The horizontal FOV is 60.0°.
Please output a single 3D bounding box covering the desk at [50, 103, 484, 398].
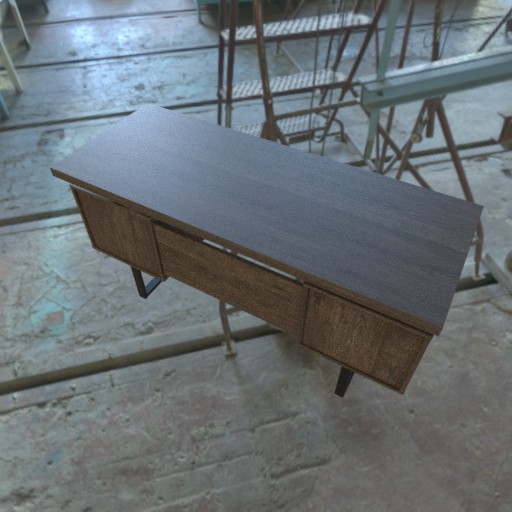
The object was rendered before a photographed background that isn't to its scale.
[{"bbox_3d":[0.000,0.000,1.932,1.524,0.760,0.600,22,50,20],"label":"desk"}]
